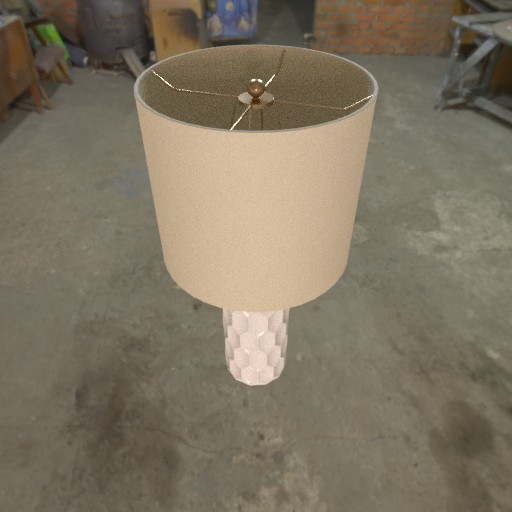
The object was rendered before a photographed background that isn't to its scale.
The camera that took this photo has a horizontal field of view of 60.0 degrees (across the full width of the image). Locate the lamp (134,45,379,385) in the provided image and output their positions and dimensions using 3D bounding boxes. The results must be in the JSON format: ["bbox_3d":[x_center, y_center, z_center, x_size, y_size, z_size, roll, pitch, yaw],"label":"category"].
[{"bbox_3d":[0.000,0.000,0.686,0.277,0.537,0.277,-24,46,-25],"label":"lamp"}]
